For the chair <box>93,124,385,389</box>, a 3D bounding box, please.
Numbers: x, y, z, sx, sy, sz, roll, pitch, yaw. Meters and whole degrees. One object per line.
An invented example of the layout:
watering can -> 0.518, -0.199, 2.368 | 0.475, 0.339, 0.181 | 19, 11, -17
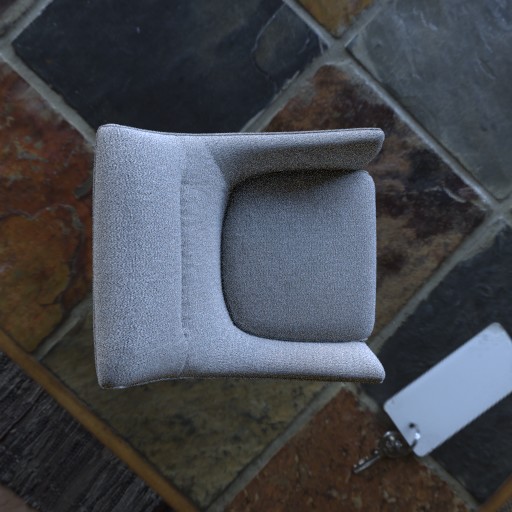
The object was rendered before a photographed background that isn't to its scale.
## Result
chair -> 0.000, 0.000, 1.431 | 0.787, 0.838, 0.762 | 0, 90, -1
